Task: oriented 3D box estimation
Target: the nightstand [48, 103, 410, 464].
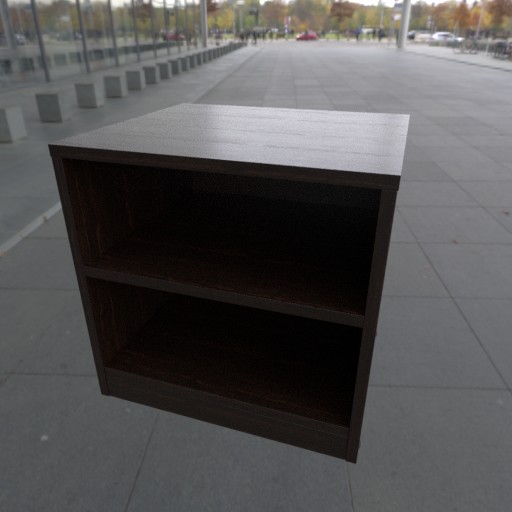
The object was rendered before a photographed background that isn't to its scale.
[{"bbox_3d":[0.000,0.000,0.858,0.489,0.487,0.427,9,28,16],"label":"nightstand"}]
